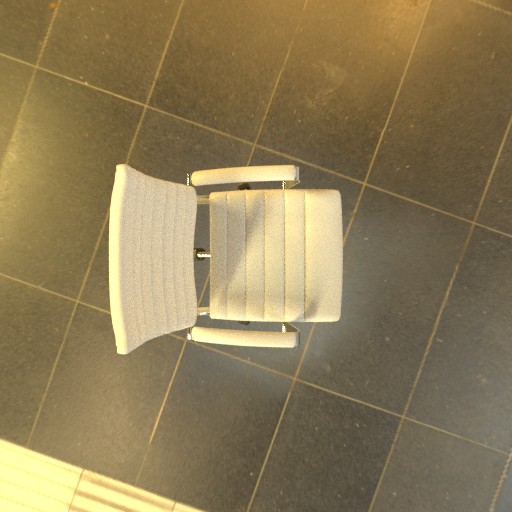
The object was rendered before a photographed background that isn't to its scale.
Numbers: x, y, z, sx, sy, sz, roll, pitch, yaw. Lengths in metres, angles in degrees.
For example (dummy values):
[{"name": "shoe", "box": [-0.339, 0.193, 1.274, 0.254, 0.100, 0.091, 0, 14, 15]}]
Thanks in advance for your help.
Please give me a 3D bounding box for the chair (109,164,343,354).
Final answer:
[{"name": "chair", "box": [0.000, 0.000, 1.567, 0.679, 1.149, 0.679, 0, 91, 0]}]
